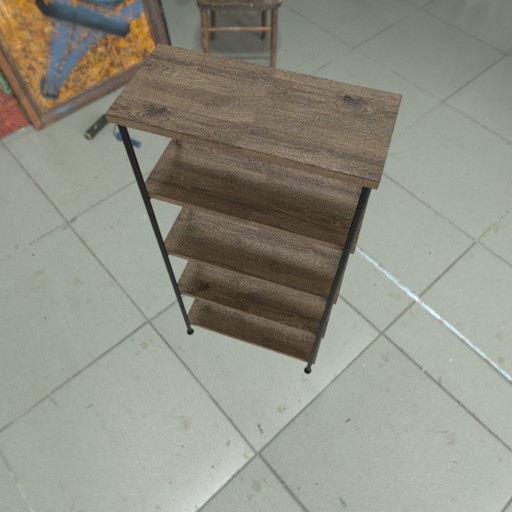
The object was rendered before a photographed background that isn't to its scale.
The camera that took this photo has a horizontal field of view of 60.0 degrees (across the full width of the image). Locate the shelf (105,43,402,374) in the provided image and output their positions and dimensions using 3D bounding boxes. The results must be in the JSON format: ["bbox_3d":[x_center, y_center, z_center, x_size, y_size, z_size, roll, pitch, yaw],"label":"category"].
[{"bbox_3d":[0.000,0.000,2.024,0.800,1.700,0.360,16,60,10],"label":"shelf"}]
